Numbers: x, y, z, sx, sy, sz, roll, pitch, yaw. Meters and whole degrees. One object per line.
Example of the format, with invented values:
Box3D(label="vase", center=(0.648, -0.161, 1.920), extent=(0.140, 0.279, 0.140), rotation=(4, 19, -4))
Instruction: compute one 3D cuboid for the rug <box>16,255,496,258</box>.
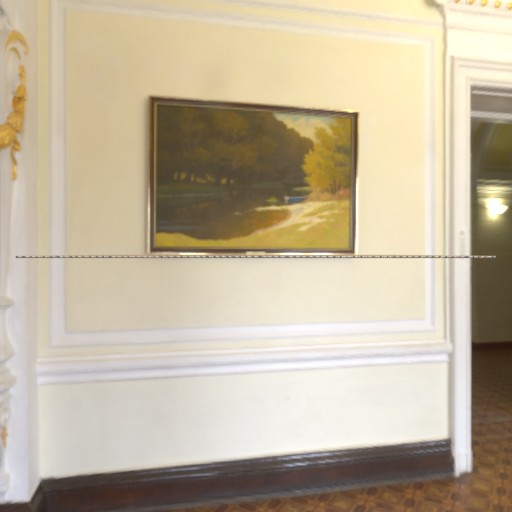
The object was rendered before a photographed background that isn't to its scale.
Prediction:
Box3D(label="rug", center=(0.000, 0.000, 2.160), extent=(1.752, 0.008, 1.144), rotation=(0, 0, 1))
